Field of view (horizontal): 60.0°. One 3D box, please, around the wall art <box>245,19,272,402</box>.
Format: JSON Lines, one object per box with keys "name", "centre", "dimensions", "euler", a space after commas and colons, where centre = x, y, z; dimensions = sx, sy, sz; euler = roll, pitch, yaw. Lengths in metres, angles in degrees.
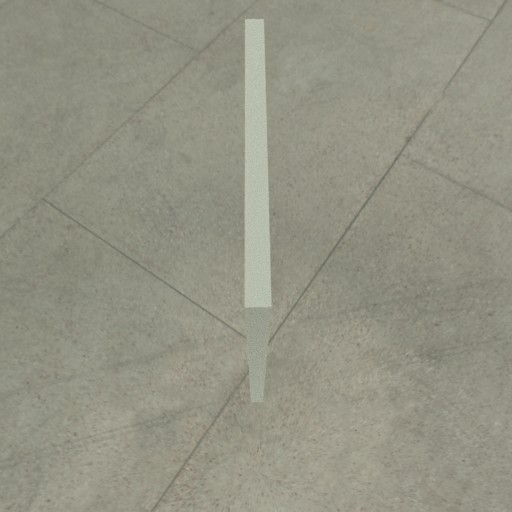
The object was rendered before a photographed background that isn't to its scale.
{"name": "wall art", "centre": [0.000, 0.000, 1.165], "dimensions": [0.038, 0.914, 0.610], "euler": [-1, 64, 0]}
